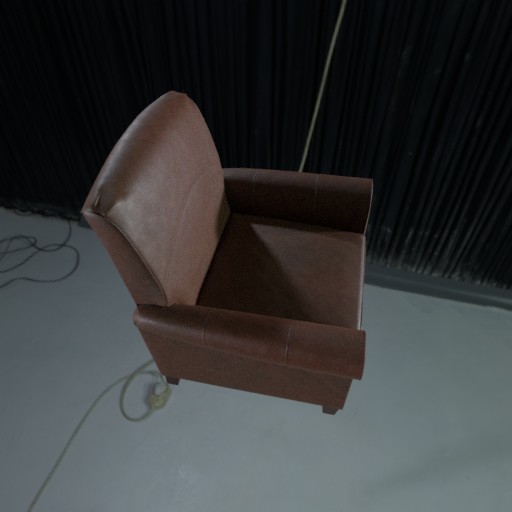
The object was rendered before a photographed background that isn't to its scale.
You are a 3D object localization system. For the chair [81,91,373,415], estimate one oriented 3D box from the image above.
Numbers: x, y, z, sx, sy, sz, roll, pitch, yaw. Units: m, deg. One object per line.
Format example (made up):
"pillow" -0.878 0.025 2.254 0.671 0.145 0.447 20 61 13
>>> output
"chair" 0.000 0.000 1.788 0.902 1.061 0.978 9 47 8
